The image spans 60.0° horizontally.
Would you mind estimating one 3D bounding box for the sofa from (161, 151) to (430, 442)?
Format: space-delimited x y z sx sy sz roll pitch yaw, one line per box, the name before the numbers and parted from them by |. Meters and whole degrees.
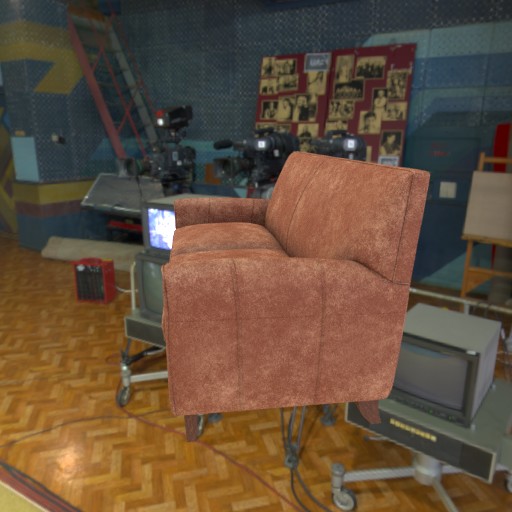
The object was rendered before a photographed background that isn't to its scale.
sofa | 0.000 0.000 2.008 0.787 0.871 1.473 -2 16 -8
